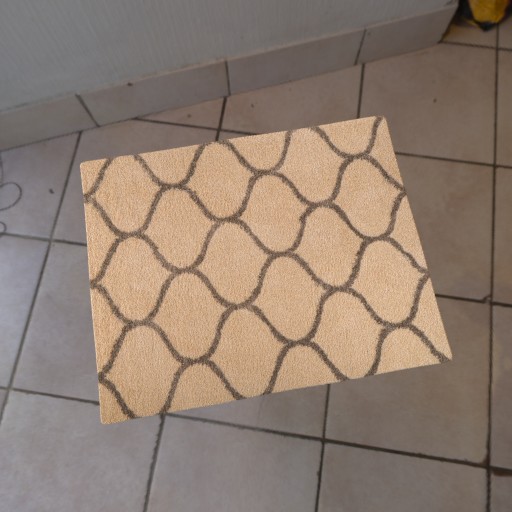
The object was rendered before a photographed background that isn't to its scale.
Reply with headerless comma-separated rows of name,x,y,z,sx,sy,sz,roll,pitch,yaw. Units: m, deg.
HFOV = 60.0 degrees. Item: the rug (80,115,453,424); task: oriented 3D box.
rug,0.000,0.000,4.010,3.000,0.026,2.399,-10,75,-3
